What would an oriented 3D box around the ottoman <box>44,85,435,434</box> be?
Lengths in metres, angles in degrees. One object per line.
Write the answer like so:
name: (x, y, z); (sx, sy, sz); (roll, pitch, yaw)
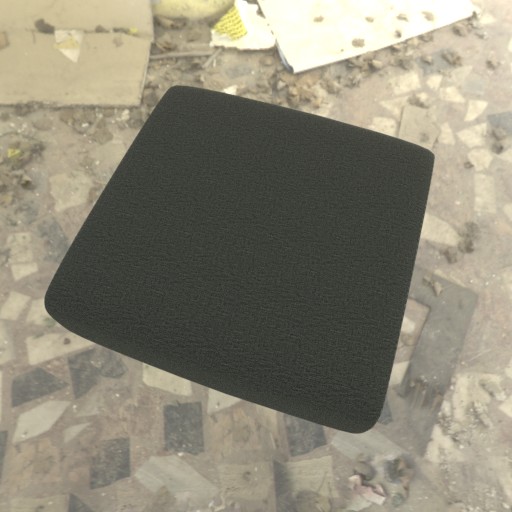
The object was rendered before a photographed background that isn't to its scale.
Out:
ottoman: (0.000, 0.000, 1.049); (0.650, 0.398, 0.649); (17, 65, 8)
